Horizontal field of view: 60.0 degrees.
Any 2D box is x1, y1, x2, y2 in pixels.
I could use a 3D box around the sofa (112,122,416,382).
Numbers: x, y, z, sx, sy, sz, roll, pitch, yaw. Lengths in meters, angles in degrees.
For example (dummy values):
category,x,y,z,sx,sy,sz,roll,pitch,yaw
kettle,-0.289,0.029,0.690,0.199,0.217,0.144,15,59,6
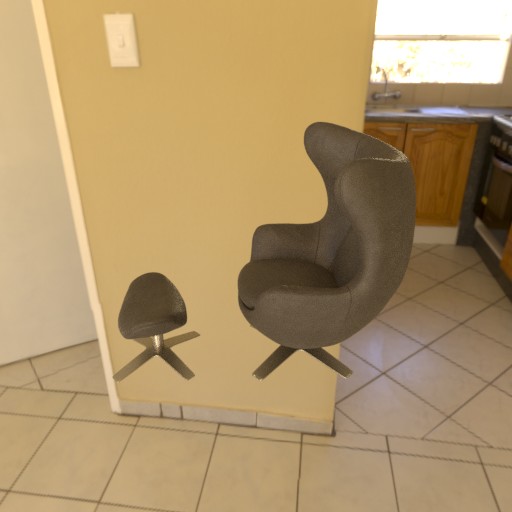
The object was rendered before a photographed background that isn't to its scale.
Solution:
category,x,y,z,sx,sy,sz,roll,pitch,yaw
sofa,0.000,0.000,2.160,1.444,1.135,0.894,-1,26,-2
